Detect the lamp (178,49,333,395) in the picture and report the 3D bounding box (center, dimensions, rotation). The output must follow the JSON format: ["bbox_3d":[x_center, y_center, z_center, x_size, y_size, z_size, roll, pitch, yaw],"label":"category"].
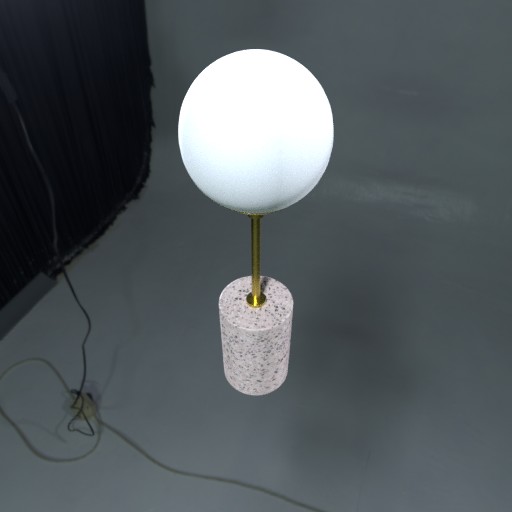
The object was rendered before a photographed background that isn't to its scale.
[{"bbox_3d":[0.000,0.000,0.552,0.153,0.480,0.153,0,42,0],"label":"lamp"}]
